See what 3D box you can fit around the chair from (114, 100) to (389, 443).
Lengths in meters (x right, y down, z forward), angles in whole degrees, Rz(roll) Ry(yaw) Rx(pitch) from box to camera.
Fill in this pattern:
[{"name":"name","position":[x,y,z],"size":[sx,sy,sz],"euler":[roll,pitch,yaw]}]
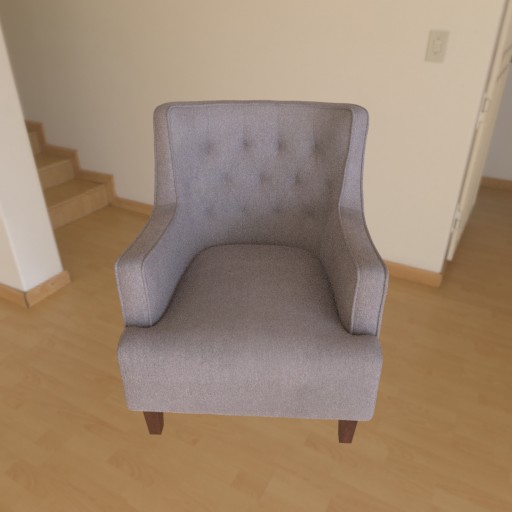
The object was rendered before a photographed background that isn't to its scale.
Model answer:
[{"name":"chair","position":[0.000,0.000,1.554],"size":[0.781,0.919,0.910],"euler":[2,30,3]}]
